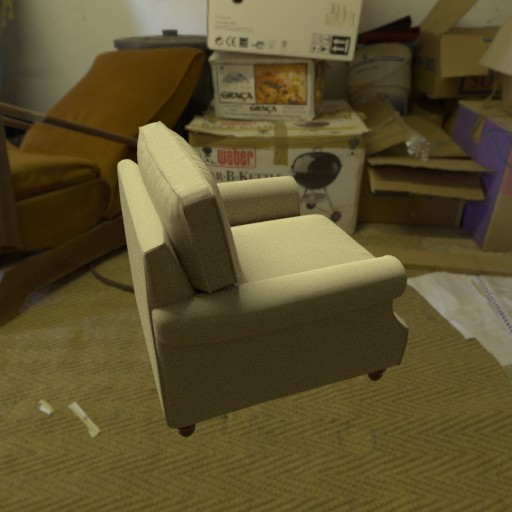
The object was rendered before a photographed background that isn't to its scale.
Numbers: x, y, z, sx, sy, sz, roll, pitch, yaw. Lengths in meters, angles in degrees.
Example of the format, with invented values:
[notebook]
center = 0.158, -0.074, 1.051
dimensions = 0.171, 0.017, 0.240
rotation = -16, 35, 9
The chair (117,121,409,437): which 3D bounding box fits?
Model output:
[chair]
center = 0.000, 0.000, 1.811
dimensions = 0.966, 0.967, 1.029
rotation = -10, 31, -17
